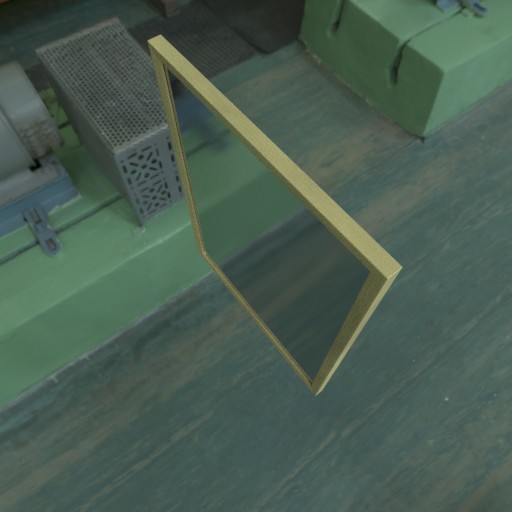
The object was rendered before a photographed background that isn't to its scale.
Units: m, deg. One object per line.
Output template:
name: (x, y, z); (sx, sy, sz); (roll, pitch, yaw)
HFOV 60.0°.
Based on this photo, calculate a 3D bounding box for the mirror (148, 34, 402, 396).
mirror: (0.000, 0.000, 1.328); (0.040, 1.016, 0.762); (-34, 67, -17)
